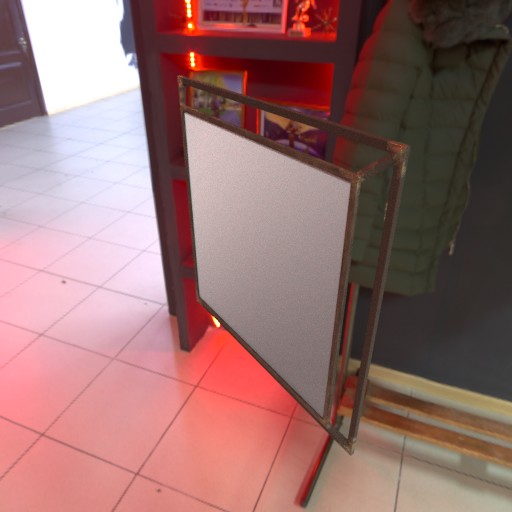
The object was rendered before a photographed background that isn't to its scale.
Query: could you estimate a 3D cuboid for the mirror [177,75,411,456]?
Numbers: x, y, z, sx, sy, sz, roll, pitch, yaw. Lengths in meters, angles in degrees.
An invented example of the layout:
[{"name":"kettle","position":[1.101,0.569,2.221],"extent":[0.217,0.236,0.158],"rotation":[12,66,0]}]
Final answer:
[{"name":"mirror","position":[0.000,0.000,0.908],"extent":[0.032,0.610,0.610],"rotation":[-20,37,-30]}]
